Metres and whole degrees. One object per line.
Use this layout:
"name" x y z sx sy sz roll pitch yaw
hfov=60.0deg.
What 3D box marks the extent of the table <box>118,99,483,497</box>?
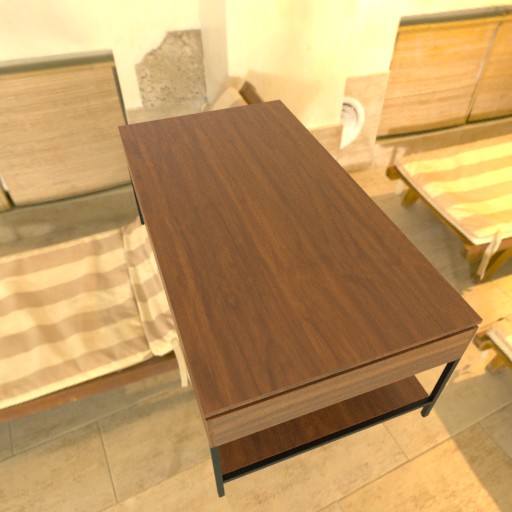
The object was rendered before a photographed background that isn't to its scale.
"table" 0.000 0.000 1.310 0.574 0.414 1.057 -14 46 -14
